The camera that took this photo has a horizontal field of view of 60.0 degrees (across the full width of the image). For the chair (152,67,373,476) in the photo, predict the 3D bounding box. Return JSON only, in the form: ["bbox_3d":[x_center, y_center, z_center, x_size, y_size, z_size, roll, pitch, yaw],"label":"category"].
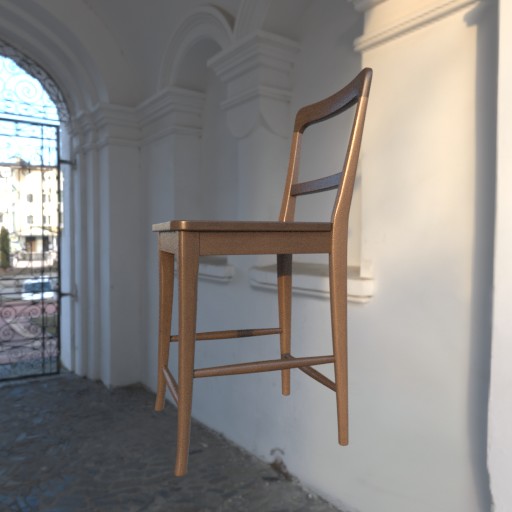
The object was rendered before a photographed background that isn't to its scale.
[{"bbox_3d":[0.000,0.000,1.281,0.546,0.991,0.450,-1,3,-19],"label":"chair"}]
